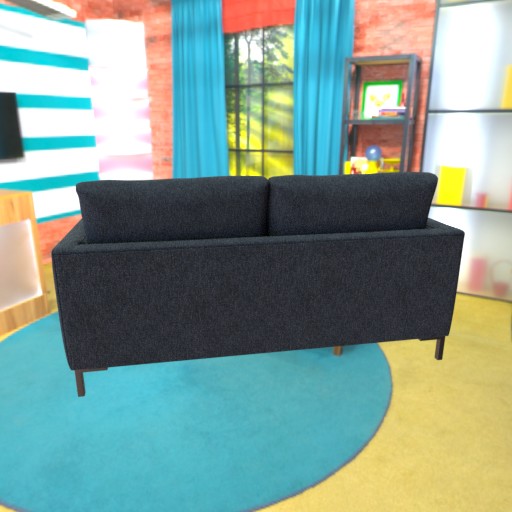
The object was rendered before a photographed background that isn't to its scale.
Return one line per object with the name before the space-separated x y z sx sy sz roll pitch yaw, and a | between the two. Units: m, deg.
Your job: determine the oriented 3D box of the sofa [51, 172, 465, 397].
sofa | 0.000 0.000 2.217 1.716 0.862 0.866 -3 17 -10
